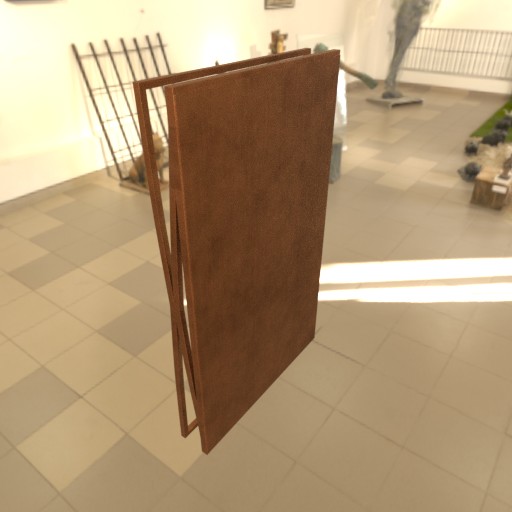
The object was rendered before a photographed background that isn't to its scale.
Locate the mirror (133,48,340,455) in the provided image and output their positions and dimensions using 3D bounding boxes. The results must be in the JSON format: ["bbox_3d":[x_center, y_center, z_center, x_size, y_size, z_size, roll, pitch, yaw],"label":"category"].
[{"bbox_3d":[0.000,0.000,0.950,0.082,0.768,0.468,21,37,30],"label":"mirror"}]
